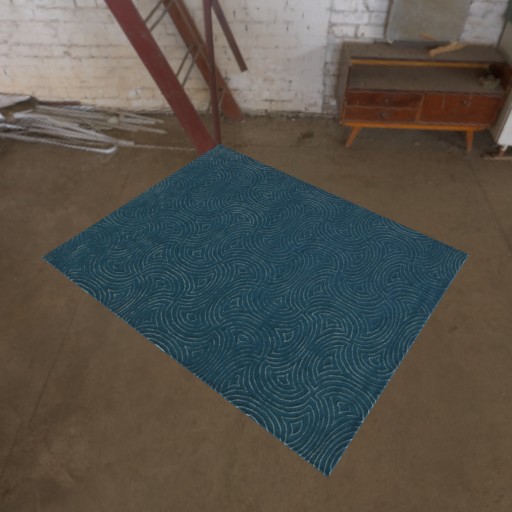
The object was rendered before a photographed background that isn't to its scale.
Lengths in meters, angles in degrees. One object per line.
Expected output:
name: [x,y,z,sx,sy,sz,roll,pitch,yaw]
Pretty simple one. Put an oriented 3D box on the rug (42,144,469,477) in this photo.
rug: [0.000,0.000,4.034,3.033,0.012,2.432,29,52,26]
